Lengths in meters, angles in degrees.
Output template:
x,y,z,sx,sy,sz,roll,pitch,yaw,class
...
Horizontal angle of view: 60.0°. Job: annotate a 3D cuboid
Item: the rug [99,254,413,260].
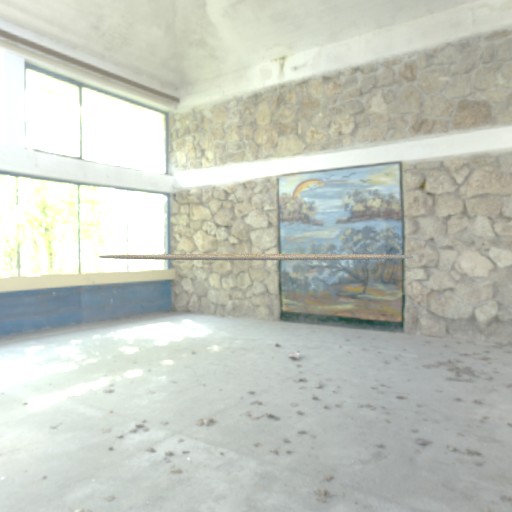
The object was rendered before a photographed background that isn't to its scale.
x,y,z,sx,sy,sz,roll,pitch,yaw,class
0.000,0.000,3.554,2.382,0.014,2.382,0,1,0,rug
